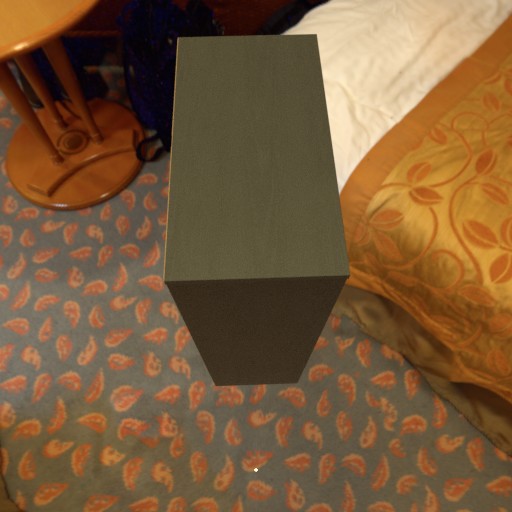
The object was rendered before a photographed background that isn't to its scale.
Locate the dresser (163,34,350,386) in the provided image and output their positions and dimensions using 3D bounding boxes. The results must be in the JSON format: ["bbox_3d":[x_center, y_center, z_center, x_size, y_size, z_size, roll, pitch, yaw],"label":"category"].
[{"bbox_3d":[0.000,0.000,1.597,0.399,1.255,0.704,-2,64,-1],"label":"dresser"}]
